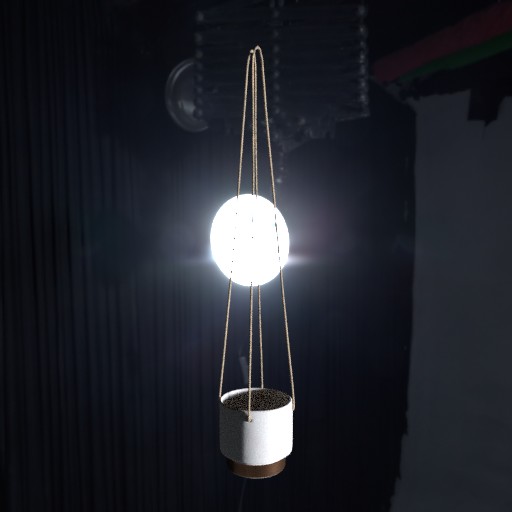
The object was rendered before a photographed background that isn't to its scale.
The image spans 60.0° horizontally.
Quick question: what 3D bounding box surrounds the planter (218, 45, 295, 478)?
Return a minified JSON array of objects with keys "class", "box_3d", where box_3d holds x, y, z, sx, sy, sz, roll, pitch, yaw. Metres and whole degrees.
[{"class":"planter","box_3d":[0.000,0.000,0.893,0.146,0.841,0.146,0,0,-35]}]
